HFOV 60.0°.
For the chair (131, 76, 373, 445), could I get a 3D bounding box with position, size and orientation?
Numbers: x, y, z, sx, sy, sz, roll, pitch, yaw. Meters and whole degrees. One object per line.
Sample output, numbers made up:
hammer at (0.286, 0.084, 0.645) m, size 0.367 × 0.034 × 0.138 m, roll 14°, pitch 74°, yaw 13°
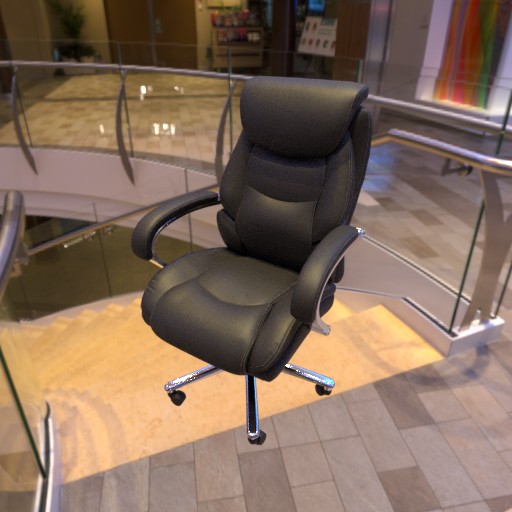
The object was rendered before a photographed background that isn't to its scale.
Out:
chair at (0.000, 0.000, 1.673) m, size 0.755 × 1.183 × 0.790 m, roll 18°, pitch 34°, yaw 29°
